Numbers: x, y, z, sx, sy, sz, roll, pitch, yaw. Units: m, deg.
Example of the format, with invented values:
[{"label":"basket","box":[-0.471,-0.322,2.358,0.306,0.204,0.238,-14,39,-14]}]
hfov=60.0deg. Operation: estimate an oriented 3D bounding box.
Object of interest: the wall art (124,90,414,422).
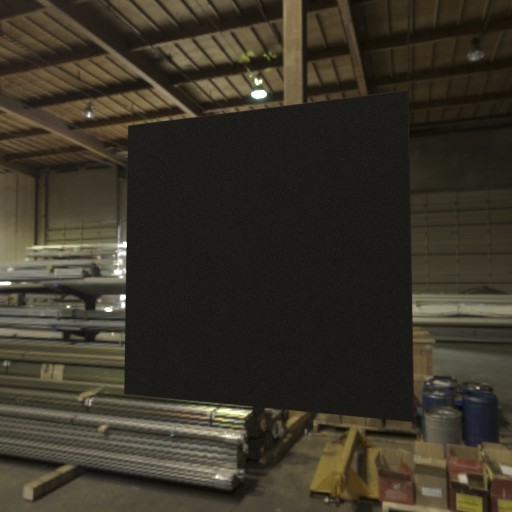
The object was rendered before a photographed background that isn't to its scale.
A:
[{"label":"wall art","box":[0.000,0.000,1.152,0.762,0.762,0.038,-1,-3,18]}]
